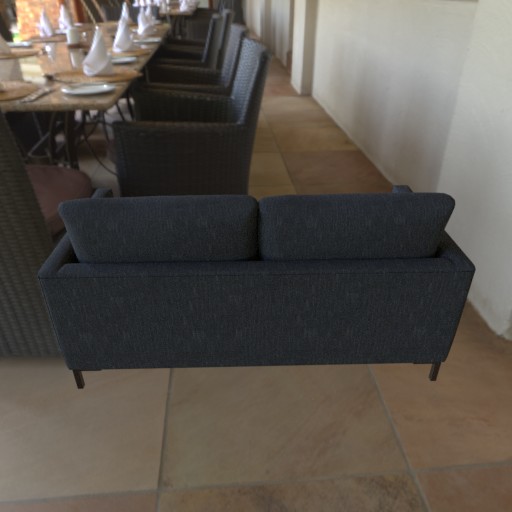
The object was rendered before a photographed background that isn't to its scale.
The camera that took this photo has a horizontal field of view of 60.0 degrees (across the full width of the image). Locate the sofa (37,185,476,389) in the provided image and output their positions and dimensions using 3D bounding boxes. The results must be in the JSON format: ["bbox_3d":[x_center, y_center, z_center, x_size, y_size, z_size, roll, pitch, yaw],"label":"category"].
[{"bbox_3d":[0.000,0.000,2.151,1.716,0.862,0.866,-1,31,-1],"label":"sofa"}]
